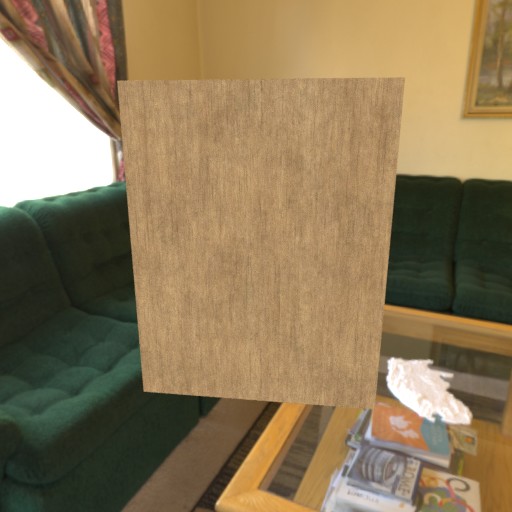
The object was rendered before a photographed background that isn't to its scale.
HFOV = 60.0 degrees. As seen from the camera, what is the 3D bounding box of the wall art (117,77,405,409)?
[{"bbox_3d":[0.000,0.000,0.924,0.534,0.686,0.018,2,17,7],"label":"wall art"}]
